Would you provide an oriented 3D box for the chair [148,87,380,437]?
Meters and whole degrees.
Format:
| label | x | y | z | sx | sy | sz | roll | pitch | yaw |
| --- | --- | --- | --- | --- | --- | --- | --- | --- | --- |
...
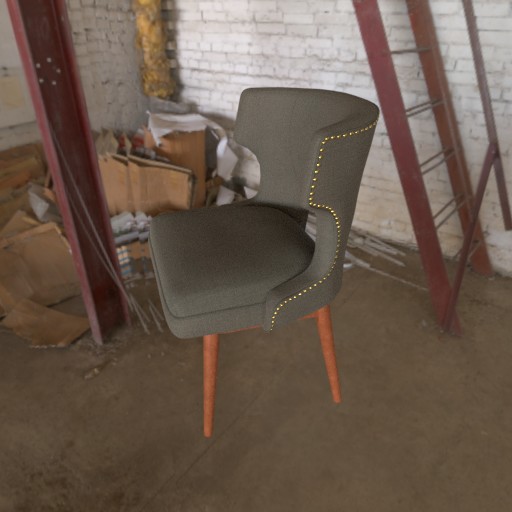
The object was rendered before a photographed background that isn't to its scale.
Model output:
| label | x | y | z | sx | sy | sz | roll | pitch | yaw |
| --- | --- | --- | --- | --- | --- | --- | --- | --- | --- |
| chair | 0.000 | 0.000 | 1.288 | 0.581 | 0.863 | 0.595 | -9 | 31 | -15 |
